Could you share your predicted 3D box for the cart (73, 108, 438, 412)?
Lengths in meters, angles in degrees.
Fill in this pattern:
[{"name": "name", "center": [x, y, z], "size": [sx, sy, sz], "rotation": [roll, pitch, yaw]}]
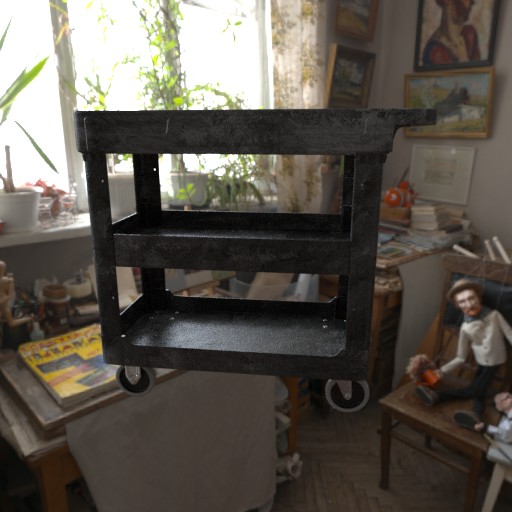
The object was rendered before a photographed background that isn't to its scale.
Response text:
[{"name": "cart", "center": [0.000, 0.000, 1.343], "size": [0.877, 0.824, 0.420], "rotation": [2, 15, 7]}]
